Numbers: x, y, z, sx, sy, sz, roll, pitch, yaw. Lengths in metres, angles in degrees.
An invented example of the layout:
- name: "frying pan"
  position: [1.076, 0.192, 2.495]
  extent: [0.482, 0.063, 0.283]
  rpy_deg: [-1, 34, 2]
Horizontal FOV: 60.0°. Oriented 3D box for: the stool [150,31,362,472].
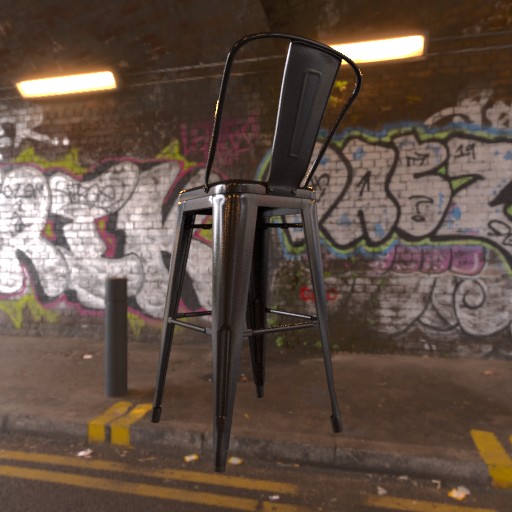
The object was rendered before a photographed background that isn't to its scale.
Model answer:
- name: "stool"
  position: [0.000, 0.000, 1.268]
  extent: [0.432, 1.022, 0.528]
  rpy_deg: [0, 1, -36]
